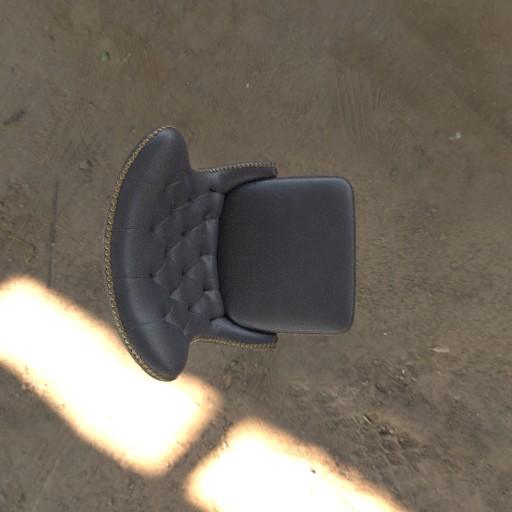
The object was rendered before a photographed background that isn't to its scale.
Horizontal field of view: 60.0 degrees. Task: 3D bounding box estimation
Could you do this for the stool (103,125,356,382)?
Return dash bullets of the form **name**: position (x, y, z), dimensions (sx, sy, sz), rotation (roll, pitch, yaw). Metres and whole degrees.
- **stool**: position (0.000, 0.000, 1.376), dimensions (0.601, 1.050, 0.528), rotation (0, 89, 0)
